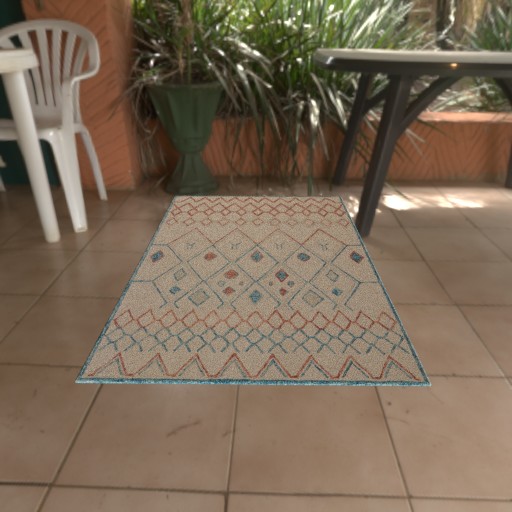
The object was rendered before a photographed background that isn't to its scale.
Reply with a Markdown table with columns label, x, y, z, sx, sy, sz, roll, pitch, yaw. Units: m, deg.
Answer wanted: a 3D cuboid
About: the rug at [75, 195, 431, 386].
| label | x | y | z | sx | sy | sz | roll | pitch | yaw |
| --- | --- | --- | --- | --- | --- | --- | --- | --- | --- |
| rug | 0.000 | 0.000 | 2.979 | 1.524 | 0.015 | 2.438 | 0 | 27 | 1 |
